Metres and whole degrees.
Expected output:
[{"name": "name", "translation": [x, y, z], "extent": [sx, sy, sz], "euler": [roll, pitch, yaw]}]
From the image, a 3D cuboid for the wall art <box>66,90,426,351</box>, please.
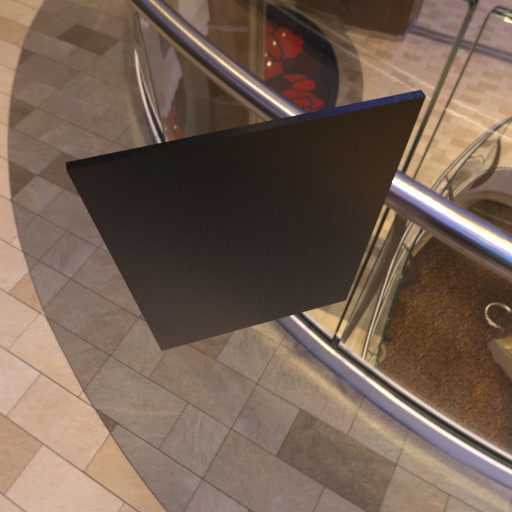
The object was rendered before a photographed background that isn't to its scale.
[{"name": "wall art", "translation": [0.000, 0.000, 0.775], "extent": [0.442, 0.582, 0.013], "euler": [-14, 59, -9]}]
